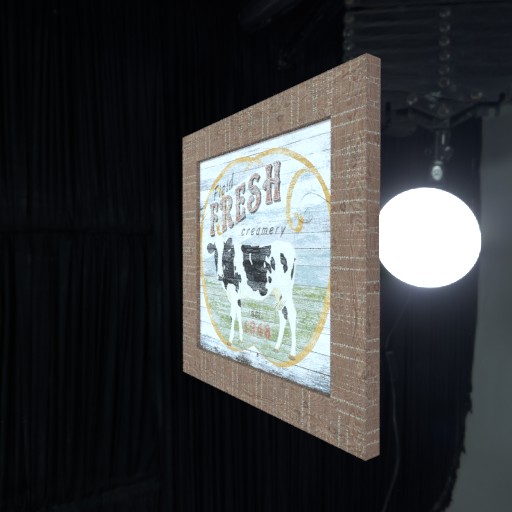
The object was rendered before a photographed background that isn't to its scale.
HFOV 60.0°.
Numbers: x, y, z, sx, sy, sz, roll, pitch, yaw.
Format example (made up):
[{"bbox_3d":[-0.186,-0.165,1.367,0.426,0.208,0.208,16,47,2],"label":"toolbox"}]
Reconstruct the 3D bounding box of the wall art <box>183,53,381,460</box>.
[{"bbox_3d":[0.000,0.000,0.801,0.029,0.531,0.531,0,1,-36],"label":"wall art"}]
